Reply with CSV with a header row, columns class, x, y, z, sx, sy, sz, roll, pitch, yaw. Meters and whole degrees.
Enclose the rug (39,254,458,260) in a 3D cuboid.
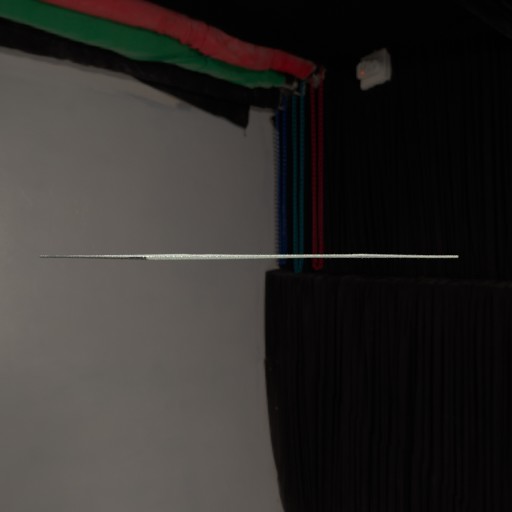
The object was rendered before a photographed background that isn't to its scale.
class,x,y,z,sx,sy,sz,roll,pitch,yaw
rug,0.000,0.000,5.206,4.078,0.052,2.802,0,0,-39
